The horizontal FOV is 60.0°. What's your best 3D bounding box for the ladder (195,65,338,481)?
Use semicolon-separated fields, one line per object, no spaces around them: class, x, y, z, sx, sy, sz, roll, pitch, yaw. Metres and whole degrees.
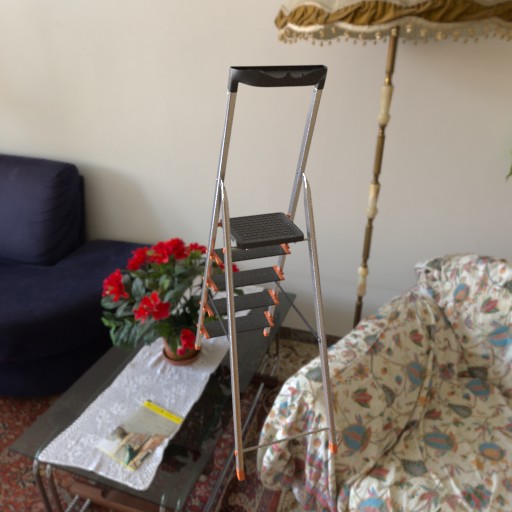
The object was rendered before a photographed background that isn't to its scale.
ladder;0.000;0.000;2.054;0.480;1.646;0.995;-8;27;-16
